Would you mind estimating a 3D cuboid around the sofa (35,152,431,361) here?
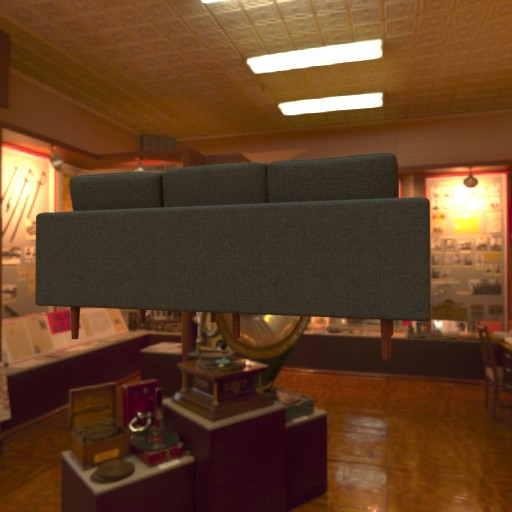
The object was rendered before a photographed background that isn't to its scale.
[{"bbox_3d":[0.000,0.000,2.927,2.055,0.957,1.667,0,0,18],"label":"sofa"}]
